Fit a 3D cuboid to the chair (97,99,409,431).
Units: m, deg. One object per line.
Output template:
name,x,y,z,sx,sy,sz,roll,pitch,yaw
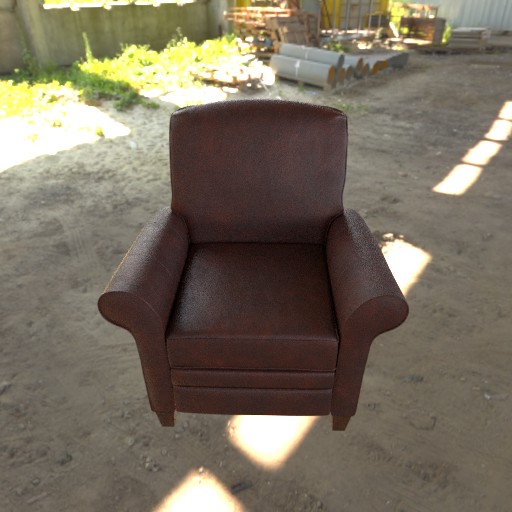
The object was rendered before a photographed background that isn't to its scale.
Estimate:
chair,0.000,0.000,1.791,0.978,1.061,0.902,1,31,1
